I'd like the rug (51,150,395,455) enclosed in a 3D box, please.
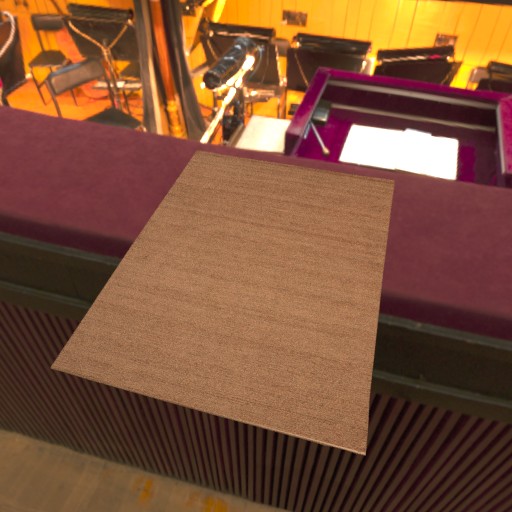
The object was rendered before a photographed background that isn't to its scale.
[{"bbox_3d":[0.000,0.000,5.045,2.873,0.053,3.778,12,47,11],"label":"rug"}]
